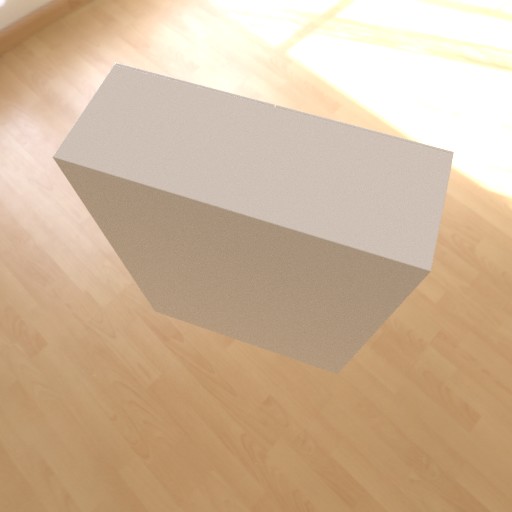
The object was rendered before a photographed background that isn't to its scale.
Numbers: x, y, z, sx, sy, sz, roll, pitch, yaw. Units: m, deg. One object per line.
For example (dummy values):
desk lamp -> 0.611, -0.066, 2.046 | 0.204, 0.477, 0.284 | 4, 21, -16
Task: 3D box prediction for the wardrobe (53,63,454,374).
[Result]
wardrobe -> 0.000, 0.000, 1.606 | 0.900, 1.200, 0.360 | 17, 66, 8
